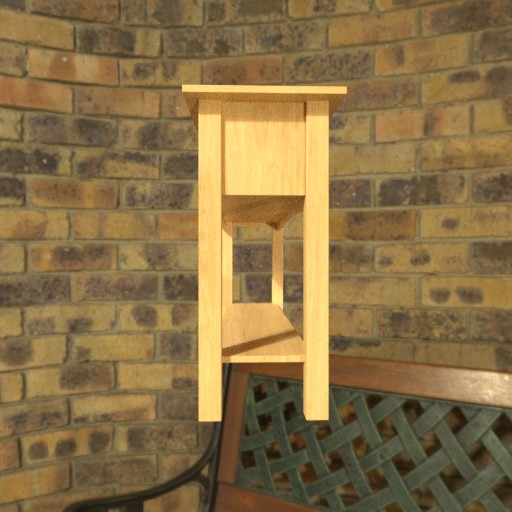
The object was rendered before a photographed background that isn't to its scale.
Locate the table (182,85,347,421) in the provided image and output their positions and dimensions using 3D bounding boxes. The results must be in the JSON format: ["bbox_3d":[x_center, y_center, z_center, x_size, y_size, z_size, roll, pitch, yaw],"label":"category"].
[{"bbox_3d":[0.000,0.000,1.560,0.350,0.730,1.240,0,0,-2],"label":"table"}]
